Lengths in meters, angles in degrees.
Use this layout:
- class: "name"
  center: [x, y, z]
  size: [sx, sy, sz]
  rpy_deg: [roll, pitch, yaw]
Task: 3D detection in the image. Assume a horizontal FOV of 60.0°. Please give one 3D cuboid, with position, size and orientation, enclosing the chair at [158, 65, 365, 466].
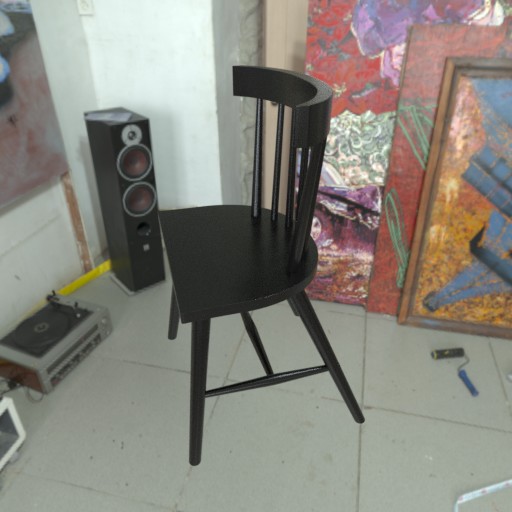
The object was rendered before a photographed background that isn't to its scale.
- class: "chair"
  center: [0.000, 0.000, 1.137]
  size: [0.483, 0.844, 0.506]
  rpy_deg: [-8, 32, -14]
